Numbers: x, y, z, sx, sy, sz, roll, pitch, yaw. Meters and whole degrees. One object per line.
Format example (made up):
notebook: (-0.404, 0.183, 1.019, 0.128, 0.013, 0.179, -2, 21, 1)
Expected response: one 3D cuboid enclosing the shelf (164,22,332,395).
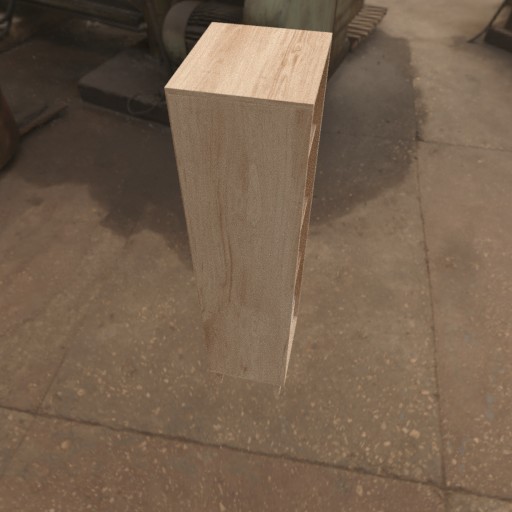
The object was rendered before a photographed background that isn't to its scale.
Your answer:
shelf: (0.000, 0.000, 2.191, 0.450, 1.960, 0.510, 9, 49, 8)
